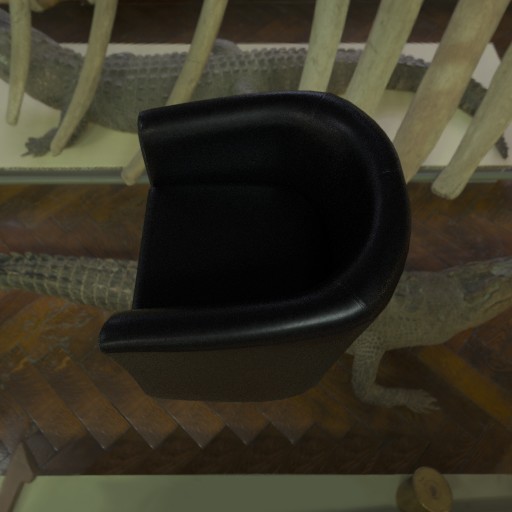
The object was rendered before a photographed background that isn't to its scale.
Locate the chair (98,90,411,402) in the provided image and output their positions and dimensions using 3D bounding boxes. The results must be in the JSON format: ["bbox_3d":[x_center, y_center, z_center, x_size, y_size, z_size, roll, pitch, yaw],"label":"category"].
[{"bbox_3d":[0.000,0.000,1.373,0.727,0.756,0.793,-1,58,-1],"label":"chair"}]
